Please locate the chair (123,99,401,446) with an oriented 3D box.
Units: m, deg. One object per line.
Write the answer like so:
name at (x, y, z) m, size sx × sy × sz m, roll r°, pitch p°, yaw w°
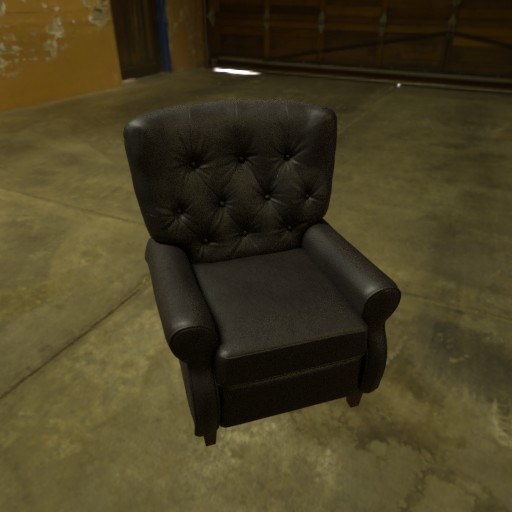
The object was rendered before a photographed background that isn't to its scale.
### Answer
chair at (0.000, 0.000, 1.923) m, size 0.948 × 1.158 × 1.058 m, roll -9°, pitch 31°, yaw -15°
